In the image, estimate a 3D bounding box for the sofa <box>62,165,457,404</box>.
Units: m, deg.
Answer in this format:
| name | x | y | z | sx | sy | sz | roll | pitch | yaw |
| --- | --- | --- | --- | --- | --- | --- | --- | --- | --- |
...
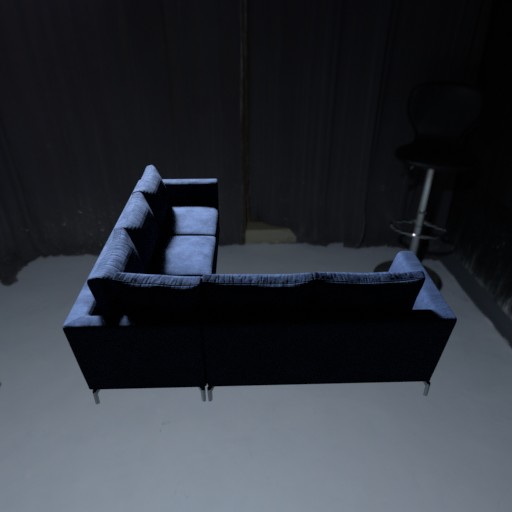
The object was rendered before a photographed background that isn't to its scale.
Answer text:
| name | x | y | z | sx | sy | sz | roll | pitch | yaw |
| --- | --- | --- | --- | --- | --- | --- | --- | --- | --- |
| sofa | 0.000 | 0.000 | 3.934 | 2.472 | 0.988 | 2.463 | -1 | 31 | -2 |
